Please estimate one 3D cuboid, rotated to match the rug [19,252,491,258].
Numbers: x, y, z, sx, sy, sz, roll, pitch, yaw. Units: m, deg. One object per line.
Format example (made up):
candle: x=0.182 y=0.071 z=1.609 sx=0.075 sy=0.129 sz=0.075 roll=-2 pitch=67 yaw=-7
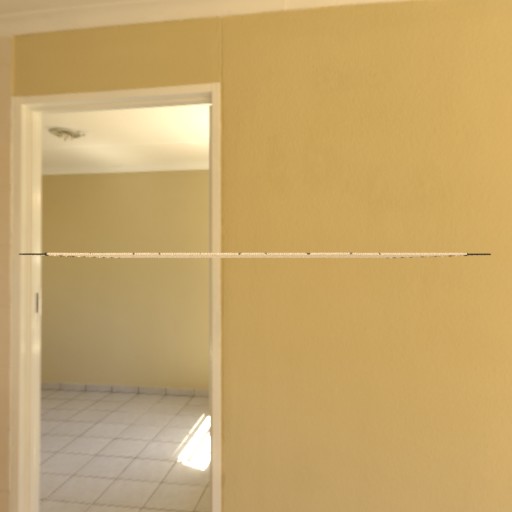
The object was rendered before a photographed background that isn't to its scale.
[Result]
rug: x=0.000 y=0.000 z=3.290 sx=2.755 sy=0.021 sz=1.524 roll=0 pitch=-1 yaw=-1
